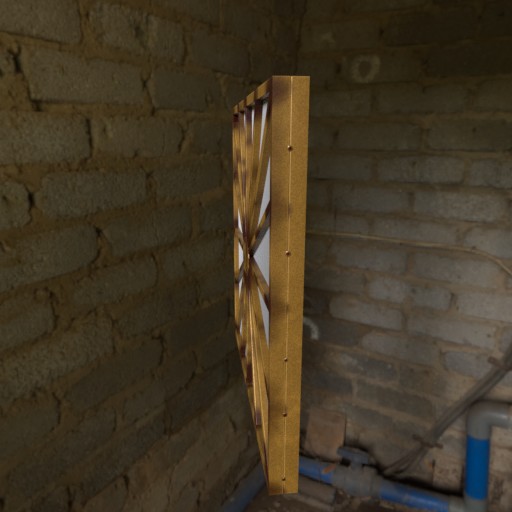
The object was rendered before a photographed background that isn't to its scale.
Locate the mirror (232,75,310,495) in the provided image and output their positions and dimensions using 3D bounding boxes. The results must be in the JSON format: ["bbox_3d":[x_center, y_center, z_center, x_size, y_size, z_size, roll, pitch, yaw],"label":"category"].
[{"bbox_3d":[0.000,0.000,0.754,0.042,0.507,0.509,-2,15,-7],"label":"mirror"}]
